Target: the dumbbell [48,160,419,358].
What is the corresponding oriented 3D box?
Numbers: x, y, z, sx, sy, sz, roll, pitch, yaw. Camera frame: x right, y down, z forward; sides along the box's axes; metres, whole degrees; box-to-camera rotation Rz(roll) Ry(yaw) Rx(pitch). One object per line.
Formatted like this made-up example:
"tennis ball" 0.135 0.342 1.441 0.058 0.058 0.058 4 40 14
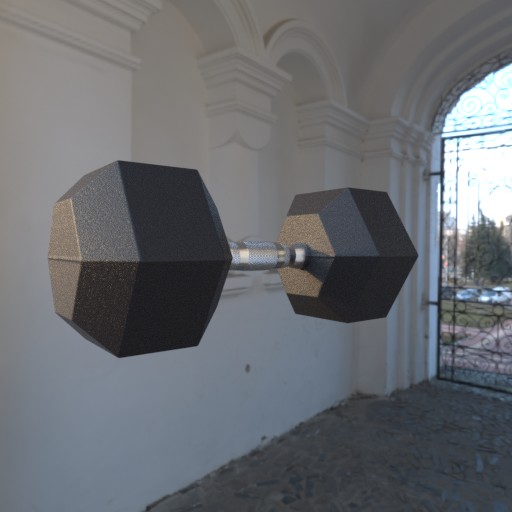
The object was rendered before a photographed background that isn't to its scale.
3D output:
"dumbbell" 0.000 0.000 0.466 0.384 0.150 0.173 -1 2 -37
